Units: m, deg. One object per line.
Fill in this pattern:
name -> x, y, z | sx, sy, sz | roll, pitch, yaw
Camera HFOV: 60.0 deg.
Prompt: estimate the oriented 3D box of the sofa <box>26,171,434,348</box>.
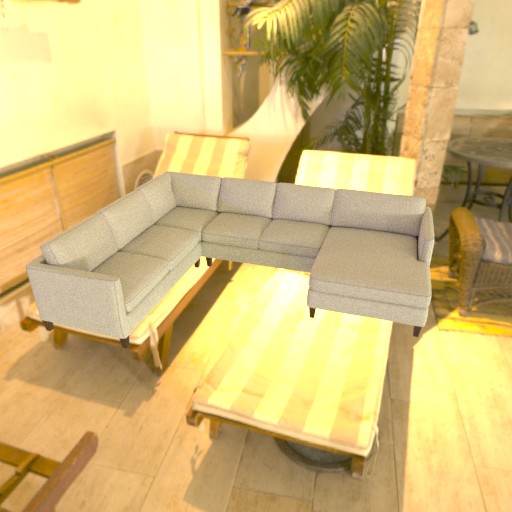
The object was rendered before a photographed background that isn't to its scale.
sofa -> 0.000, 0.000, 4.509 | 3.403, 0.889, 2.551 | 8, 29, 16
